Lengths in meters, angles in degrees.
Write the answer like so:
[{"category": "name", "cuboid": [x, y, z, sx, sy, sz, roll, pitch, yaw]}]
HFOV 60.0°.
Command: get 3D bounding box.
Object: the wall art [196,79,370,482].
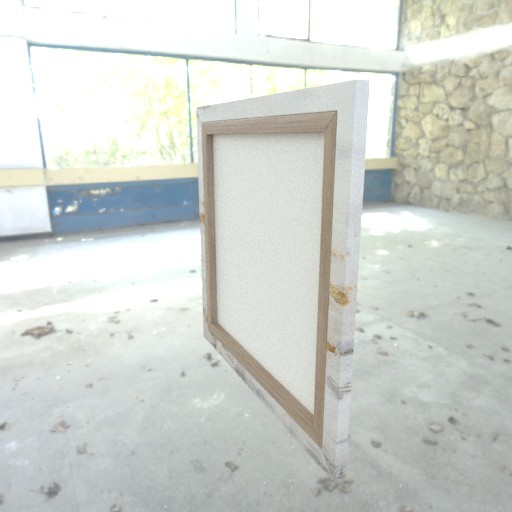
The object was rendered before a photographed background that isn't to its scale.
[{"category": "wall art", "cuboid": [0.000, 0.000, 1.508, 0.040, 1.018, 1.015, -7, 17, -26]}]
